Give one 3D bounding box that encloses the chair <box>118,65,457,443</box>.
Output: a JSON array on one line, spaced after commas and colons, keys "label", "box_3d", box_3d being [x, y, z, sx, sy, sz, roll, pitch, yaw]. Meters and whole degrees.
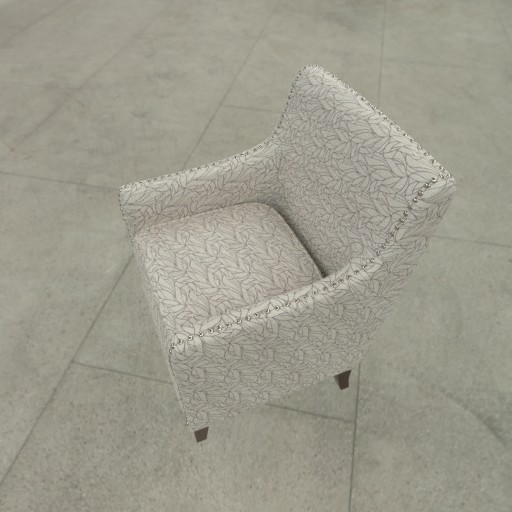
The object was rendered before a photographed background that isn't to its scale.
[{"label": "chair", "box_3d": [0.000, 0.000, 1.286, 0.651, 0.816, 0.623, -17, 49, -15]}]
